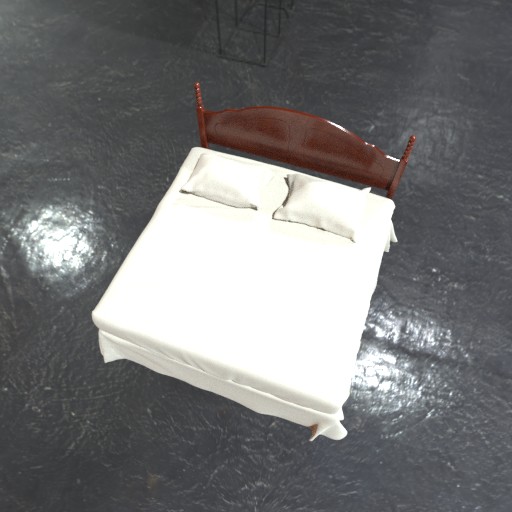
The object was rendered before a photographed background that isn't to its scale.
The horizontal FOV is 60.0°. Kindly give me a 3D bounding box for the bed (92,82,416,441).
[{"bbox_3d":[0.000,0.000,3.687,2.322,1.355,2.219,17,60,10],"label":"bed"}]
